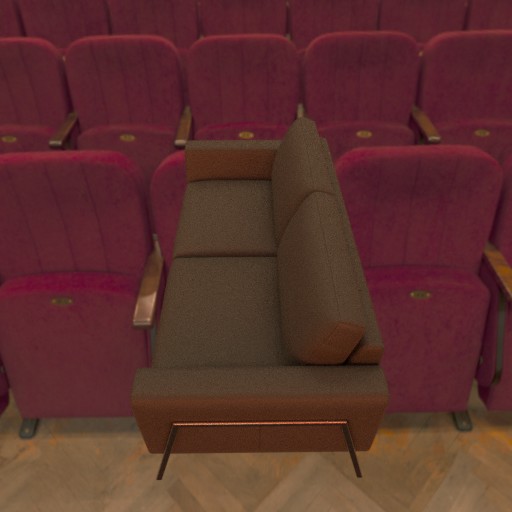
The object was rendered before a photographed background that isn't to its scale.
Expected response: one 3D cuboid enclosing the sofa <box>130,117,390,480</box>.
[{"bbox_3d":[0.000,0.000,2.445,0.953,0.875,2.017,0,42,-1],"label":"sofa"}]
